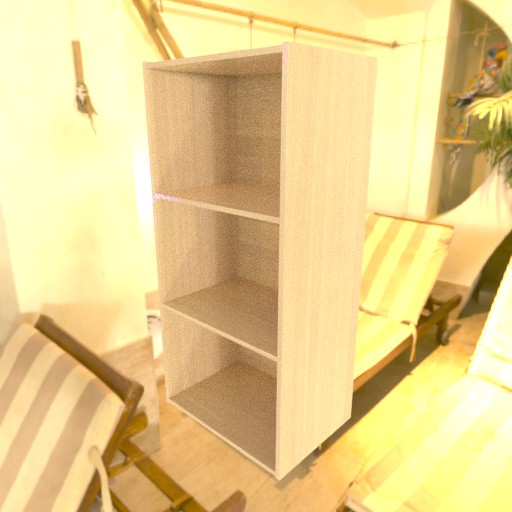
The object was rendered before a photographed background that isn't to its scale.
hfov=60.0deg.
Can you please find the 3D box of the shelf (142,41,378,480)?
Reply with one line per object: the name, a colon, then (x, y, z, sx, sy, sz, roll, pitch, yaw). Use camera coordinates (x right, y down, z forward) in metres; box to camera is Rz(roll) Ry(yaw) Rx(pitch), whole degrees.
shelf: (0.000, 0.000, 1.076, 0.417, 0.876, 0.292, 16, 24, 41)
